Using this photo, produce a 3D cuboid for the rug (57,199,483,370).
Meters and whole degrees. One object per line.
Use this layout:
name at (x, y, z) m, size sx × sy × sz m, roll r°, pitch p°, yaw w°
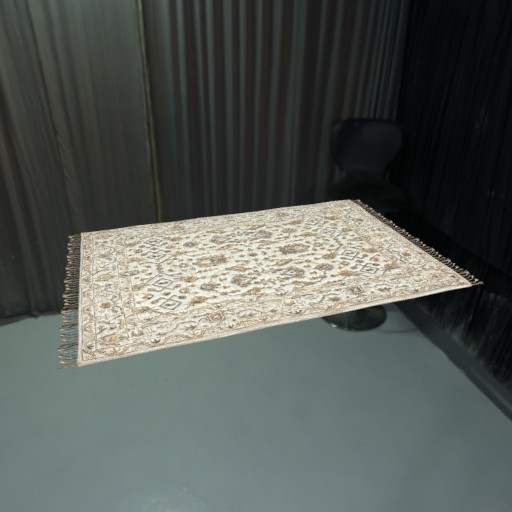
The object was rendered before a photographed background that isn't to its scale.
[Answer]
rug at (0.000, 0.000, 2.994) m, size 2.434 × 0.027 × 1.529 m, roll -9°, pitch 29°, yaw -16°
